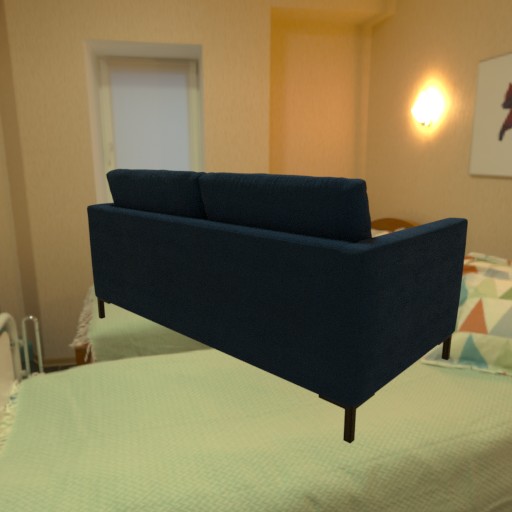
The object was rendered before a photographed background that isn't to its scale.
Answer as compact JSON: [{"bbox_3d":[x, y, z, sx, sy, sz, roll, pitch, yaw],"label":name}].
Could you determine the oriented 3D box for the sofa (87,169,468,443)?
[{"bbox_3d":[0.000,0.000,2.134,1.676,0.817,0.875,12,17,42],"label":"sofa"}]
